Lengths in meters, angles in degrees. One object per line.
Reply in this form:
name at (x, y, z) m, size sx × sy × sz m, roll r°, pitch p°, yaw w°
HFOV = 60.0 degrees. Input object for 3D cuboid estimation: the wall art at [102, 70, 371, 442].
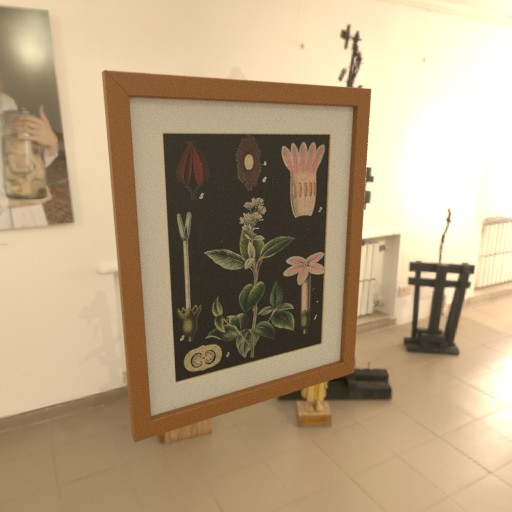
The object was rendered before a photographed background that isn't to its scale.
wall art at (0.000, 0.000, 0.513) m, size 0.310 × 0.379 × 0.015 m, roll -8°, pitch 17°, yaw -28°
